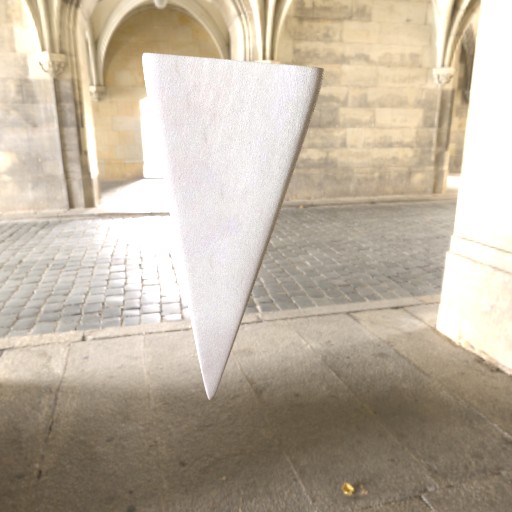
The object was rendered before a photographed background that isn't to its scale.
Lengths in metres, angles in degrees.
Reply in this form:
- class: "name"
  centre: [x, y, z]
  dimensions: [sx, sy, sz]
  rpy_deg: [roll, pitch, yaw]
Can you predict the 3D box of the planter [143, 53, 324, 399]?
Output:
- class: "planter"
  centre: [0.000, 0.000, 0.276]
  dimensions: [0.081, 0.224, 0.101]
  rpy_deg: [8, 17, 27]
